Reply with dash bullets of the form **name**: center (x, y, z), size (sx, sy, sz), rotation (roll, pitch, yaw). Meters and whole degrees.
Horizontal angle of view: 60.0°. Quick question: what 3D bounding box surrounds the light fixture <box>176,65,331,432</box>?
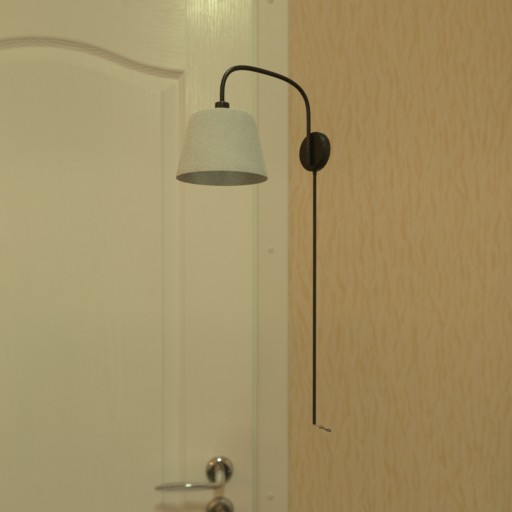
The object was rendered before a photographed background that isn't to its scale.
- **light fixture**: center (0.000, 0.000, 0.471), size (0.176, 0.399, 0.092), rotation (-1, 1, -36)
